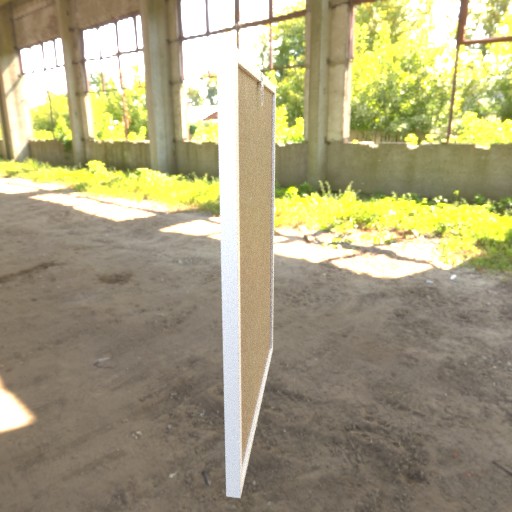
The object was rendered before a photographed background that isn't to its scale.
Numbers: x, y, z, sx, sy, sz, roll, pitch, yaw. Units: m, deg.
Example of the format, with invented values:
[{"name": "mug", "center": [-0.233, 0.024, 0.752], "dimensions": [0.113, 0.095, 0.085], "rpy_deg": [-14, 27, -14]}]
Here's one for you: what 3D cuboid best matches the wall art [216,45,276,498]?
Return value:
[{"name": "wall art", "center": [0.000, 0.000, 1.371], "dimensions": [0.042, 1.056, 0.805], "rpy_deg": [2, 16, 8]}]
